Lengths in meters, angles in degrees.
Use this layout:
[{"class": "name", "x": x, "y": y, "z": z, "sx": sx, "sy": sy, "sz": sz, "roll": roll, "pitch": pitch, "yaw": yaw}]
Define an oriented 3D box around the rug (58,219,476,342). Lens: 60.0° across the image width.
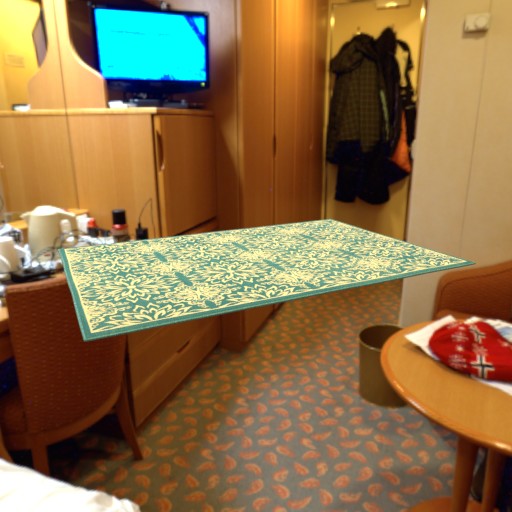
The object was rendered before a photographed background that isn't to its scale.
[{"class": "rug", "x": 0.000, "y": 0.000, "z": 3.502, "sx": 2.769, "sy": 0.018, "sz": 1.830, "roll": -8, "pitch": 18, "yaw": -26}]
